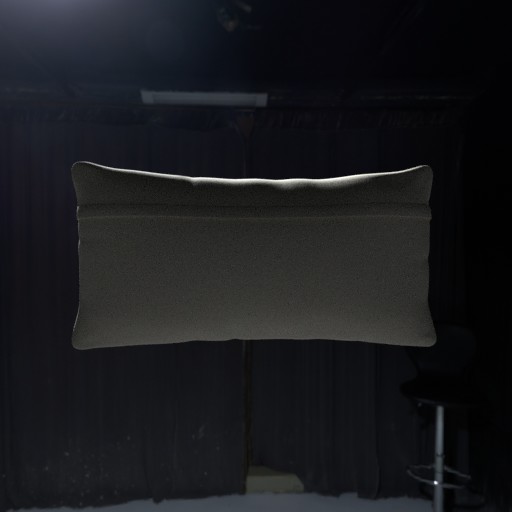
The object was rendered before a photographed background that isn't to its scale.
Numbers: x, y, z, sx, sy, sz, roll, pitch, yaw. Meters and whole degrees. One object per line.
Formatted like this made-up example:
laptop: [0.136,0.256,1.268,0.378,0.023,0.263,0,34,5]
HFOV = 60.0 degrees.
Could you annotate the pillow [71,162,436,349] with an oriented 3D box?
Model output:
pillow: [0.000,0.000,0.734,0.604,0.307,0.148,0,1,-2]
